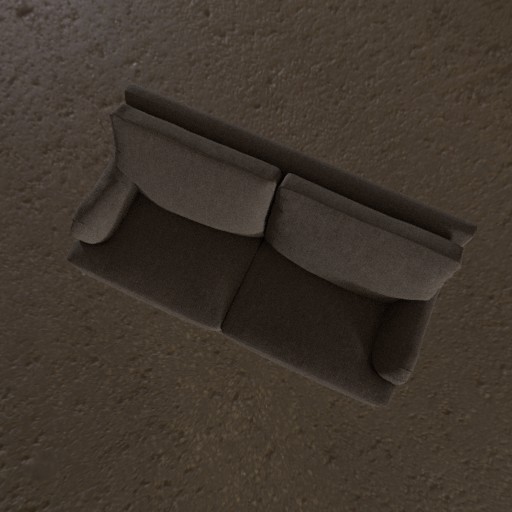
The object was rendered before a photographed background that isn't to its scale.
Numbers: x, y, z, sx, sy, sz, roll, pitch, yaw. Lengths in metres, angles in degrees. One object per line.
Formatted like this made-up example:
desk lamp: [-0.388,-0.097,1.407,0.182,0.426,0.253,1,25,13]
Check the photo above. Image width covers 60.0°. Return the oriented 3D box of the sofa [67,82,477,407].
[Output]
sofa: [0.000,0.000,2.759,2.160,1.054,1.087,24,78,6]
